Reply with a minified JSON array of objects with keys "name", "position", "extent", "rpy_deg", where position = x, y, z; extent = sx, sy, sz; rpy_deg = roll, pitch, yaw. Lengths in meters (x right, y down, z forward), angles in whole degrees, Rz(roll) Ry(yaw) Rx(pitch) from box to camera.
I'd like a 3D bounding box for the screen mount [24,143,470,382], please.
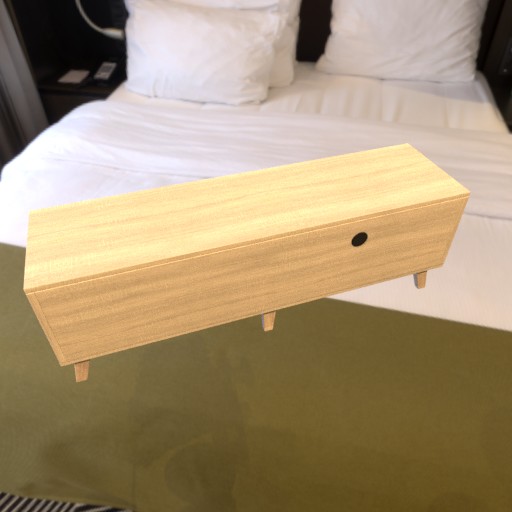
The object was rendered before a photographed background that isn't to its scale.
[{"name":"screen mount","position":[0.000,0.000,1.718],"extent":[1.500,0.509,0.401],"rpy_deg":[-13,43,-14]}]
